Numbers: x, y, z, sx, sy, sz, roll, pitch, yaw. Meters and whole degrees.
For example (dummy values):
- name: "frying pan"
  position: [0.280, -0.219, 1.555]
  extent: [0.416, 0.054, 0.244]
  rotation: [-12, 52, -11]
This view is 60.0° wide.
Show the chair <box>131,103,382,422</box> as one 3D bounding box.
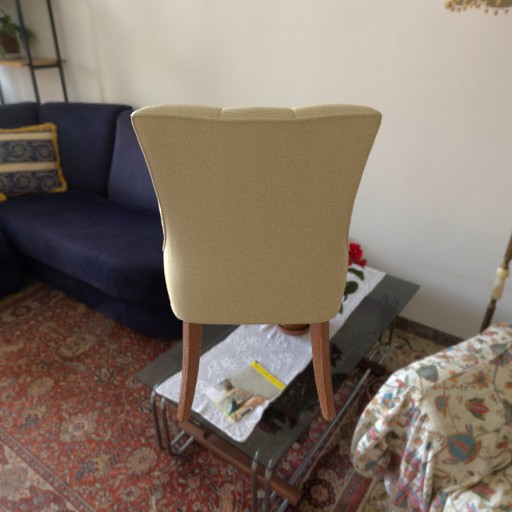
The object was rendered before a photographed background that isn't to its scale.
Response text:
- name: "chair"
  position: [0.000, 0.000, 1.197]
  extent: [0.509, 0.874, 0.565]
  rotation: [0, 29, 0]
